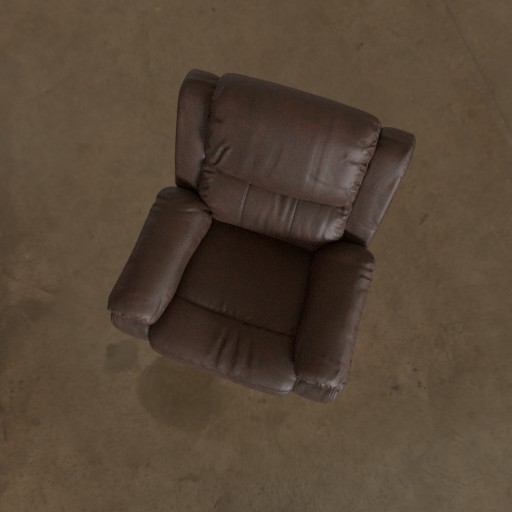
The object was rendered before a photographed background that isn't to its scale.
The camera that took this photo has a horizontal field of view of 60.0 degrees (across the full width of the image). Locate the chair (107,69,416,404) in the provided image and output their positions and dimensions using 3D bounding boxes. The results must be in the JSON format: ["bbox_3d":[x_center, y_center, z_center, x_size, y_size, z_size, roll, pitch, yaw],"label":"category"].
[{"bbox_3d":[0.000,0.000,1.270,0.680,0.702,0.707,18,76,5],"label":"chair"}]
